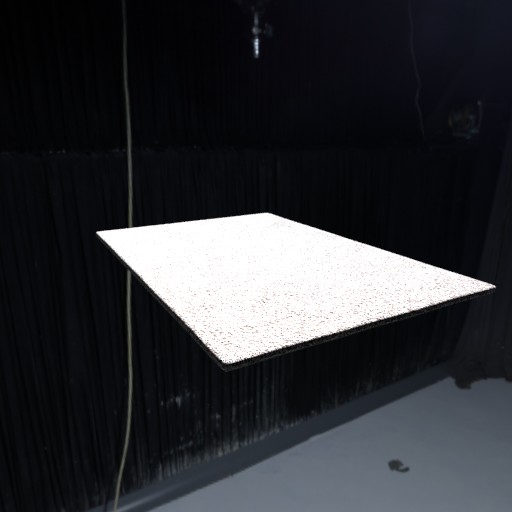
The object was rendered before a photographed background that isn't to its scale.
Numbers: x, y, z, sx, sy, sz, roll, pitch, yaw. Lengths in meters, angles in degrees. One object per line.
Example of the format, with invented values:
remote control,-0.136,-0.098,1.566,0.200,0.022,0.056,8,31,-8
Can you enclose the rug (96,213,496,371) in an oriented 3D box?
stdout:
rug,0.000,0.000,2.229,1.219,0.030,1.778,-9,19,-28
